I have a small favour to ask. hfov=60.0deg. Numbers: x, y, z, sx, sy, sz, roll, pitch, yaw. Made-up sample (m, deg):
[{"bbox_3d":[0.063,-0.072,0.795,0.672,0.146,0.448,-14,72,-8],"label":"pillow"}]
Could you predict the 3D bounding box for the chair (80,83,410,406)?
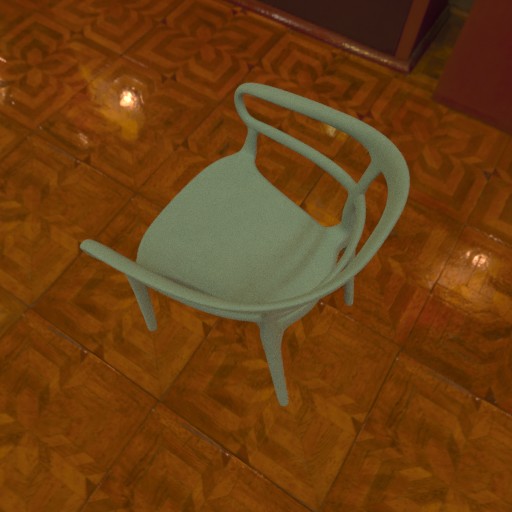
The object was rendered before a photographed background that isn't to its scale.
[{"bbox_3d":[0.000,0.000,1.124,0.527,0.761,0.559,32,68,15],"label":"chair"}]
